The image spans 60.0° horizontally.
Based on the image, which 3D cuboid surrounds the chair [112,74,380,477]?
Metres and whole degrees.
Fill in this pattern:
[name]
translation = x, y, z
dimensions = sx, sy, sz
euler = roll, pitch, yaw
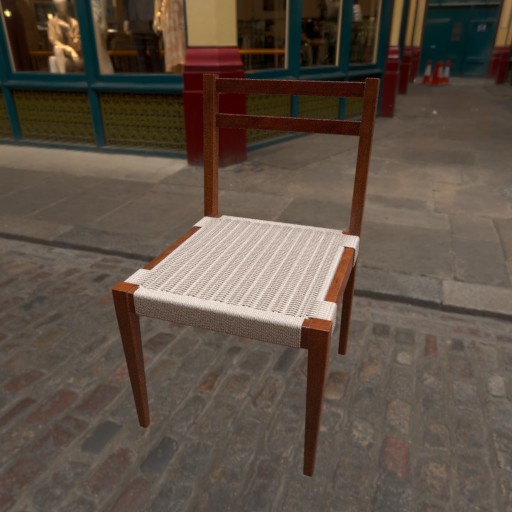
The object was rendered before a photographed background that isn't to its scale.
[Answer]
[chair]
translation = 0.000, 0.000, 1.171
dimensions = 0.495, 0.851, 0.569
euler = 9, 27, 17
